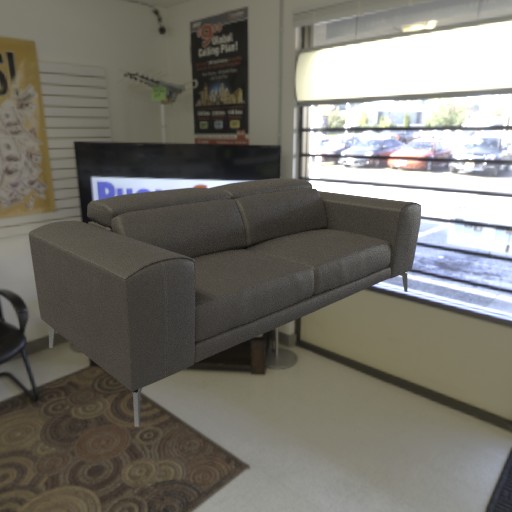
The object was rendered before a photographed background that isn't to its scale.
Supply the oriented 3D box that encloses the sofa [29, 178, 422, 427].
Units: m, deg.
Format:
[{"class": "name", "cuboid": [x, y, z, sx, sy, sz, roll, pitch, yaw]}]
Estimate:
[{"class": "sofa", "cuboid": [0.000, 0.000, 2.776, 2.330, 0.814, 1.048, -15, 22, -42]}]
